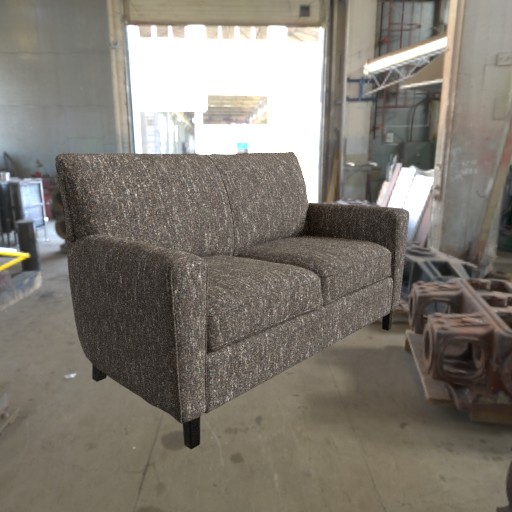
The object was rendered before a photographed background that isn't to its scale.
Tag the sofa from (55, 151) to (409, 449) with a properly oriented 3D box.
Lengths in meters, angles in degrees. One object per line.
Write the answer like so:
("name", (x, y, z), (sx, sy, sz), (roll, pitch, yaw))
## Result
("sofa", (0.000, 0.000, 2.075), (0.801, 0.946, 1.519), (13, 19, 42))
